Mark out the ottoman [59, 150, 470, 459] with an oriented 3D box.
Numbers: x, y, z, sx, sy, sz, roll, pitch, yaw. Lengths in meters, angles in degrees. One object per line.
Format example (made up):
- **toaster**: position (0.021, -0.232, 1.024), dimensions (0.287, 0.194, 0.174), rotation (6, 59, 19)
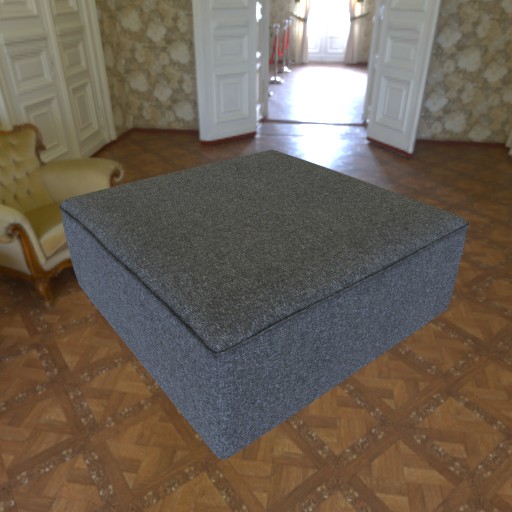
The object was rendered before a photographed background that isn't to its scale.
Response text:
- **ottoman**: position (0.000, 0.000, 1.583), dimensions (1.021, 0.423, 1.017), rotation (-21, 36, -32)
